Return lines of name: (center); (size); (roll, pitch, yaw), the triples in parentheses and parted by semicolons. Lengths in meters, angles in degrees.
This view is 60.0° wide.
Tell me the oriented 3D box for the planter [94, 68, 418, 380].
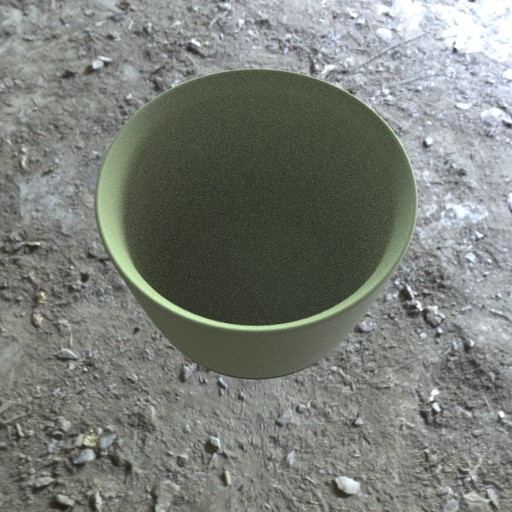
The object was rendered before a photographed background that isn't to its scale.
planter: (0.000, 0.000, 0.377); (0.204, 0.214, 0.204); (0, 63, 0)
